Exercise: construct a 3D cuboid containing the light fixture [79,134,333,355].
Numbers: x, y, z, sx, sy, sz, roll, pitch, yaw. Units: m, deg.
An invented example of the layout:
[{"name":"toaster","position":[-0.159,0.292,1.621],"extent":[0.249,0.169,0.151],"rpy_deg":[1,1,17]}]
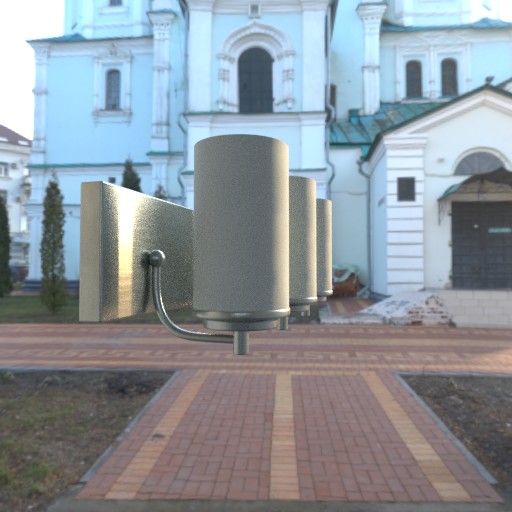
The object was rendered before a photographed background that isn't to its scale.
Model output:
[{"name":"light fixture","position":[0.000,0.000,0.527],"extent":[0.145,0.172,0.451],"rpy_deg":[-1,-2,16]}]
